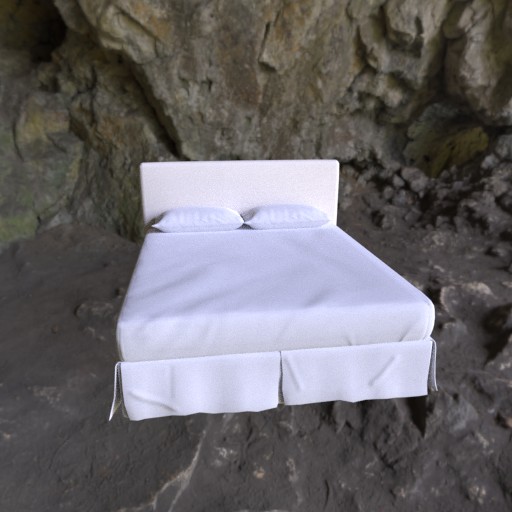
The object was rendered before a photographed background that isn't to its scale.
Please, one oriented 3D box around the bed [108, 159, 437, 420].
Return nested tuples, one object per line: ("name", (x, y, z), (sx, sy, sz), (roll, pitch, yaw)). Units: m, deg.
("bed", (0.000, 0.000, 3.664), (2.119, 1.317, 2.341), (-3, 18, -8))
